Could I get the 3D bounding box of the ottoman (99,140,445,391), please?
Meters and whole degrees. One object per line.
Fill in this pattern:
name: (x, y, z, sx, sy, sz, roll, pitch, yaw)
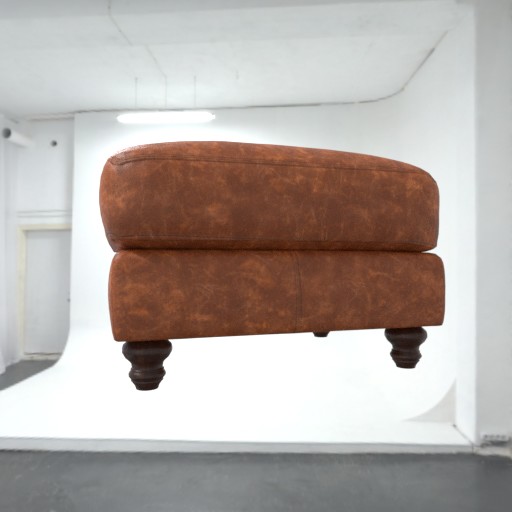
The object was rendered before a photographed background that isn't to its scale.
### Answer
ottoman: (0.000, 0.000, 1.256, 0.832, 0.562, 0.657, 0, -1, -18)
